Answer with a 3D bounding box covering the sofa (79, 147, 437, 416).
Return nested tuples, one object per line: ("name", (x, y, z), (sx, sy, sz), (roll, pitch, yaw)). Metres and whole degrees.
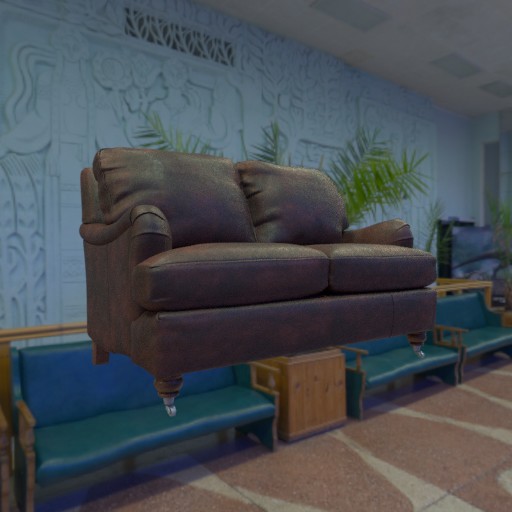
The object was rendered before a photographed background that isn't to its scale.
("sofa", (0.000, 0.000, 2.333), (1.628, 1.070, 1.148), (-1, 1, -35))
